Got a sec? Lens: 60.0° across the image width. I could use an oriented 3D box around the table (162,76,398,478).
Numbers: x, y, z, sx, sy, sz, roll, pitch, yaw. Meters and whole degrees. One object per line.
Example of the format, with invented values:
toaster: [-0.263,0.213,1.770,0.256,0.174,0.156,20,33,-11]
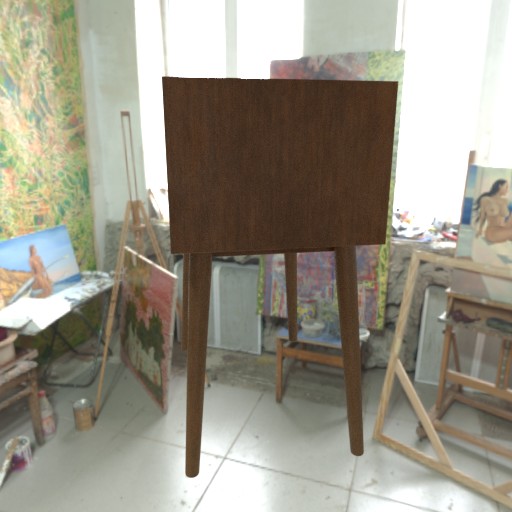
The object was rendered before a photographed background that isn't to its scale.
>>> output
table: [0.000,0.000,0.842,0.307,0.580,0.454,-3,16,-10]
